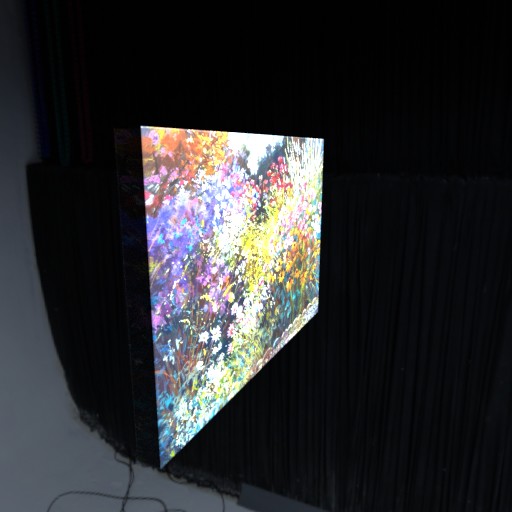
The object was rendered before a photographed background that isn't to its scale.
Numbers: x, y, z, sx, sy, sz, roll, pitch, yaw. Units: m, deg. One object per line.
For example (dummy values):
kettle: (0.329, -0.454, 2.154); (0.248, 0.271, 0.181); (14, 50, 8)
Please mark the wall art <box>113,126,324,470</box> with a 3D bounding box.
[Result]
wall art: (0.000, 0.000, 0.773); (0.037, 0.406, 0.610); (6, 15, 25)
